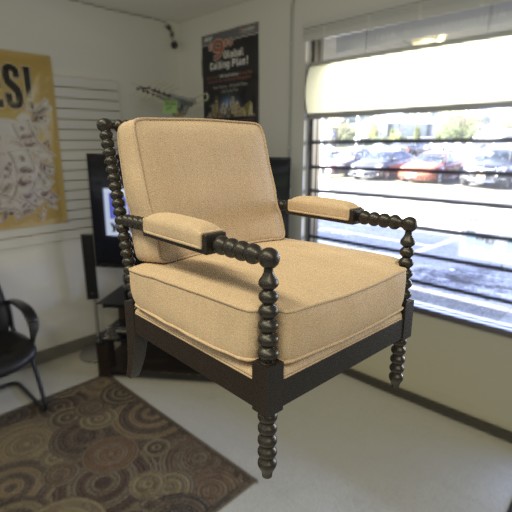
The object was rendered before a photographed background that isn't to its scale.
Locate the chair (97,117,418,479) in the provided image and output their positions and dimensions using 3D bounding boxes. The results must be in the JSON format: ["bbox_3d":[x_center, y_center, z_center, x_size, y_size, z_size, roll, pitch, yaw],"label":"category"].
[{"bbox_3d":[0.000,0.000,1.158,0.555,0.703,0.657,-13,19,-41],"label":"chair"}]
